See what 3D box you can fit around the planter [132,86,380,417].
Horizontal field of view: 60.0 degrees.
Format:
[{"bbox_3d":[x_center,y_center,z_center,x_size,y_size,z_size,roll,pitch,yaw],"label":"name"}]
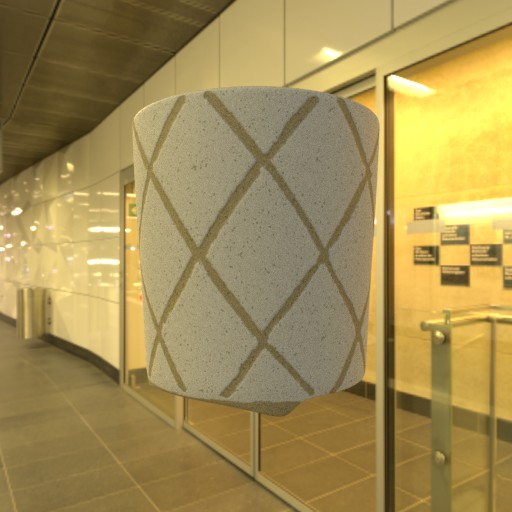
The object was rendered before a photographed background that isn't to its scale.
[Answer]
[{"bbox_3d":[0.000,0.000,0.354,0.191,0.199,0.191,0,0,0],"label":"planter"}]
